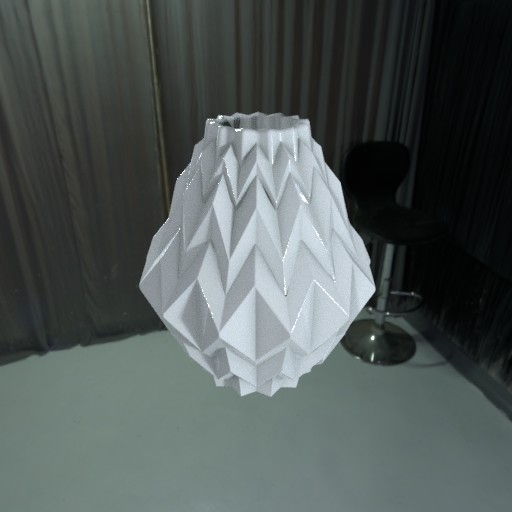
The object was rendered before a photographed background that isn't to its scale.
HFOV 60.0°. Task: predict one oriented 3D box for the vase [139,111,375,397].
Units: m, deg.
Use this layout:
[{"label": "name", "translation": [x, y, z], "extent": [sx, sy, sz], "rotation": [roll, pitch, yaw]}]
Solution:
[{"label": "vase", "translation": [0.000, 0.000, 0.311], "extent": [0.164, 0.185, 0.164], "rotation": [0, 27, 0]}]
